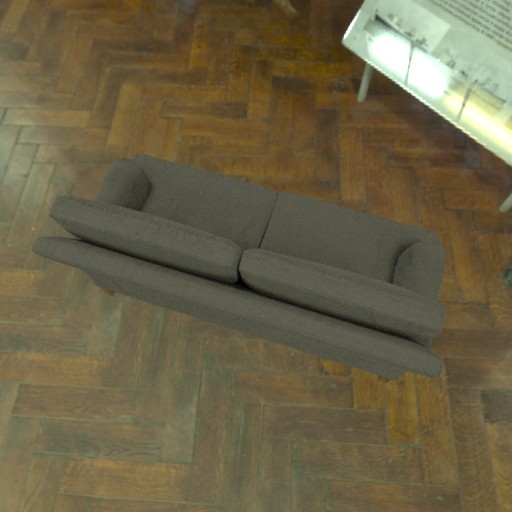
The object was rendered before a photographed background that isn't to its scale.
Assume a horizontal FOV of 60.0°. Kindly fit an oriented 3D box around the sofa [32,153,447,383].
[{"bbox_3d":[0.000,0.000,2.744,2.165,1.087,1.086,16,64,8],"label":"sofa"}]
